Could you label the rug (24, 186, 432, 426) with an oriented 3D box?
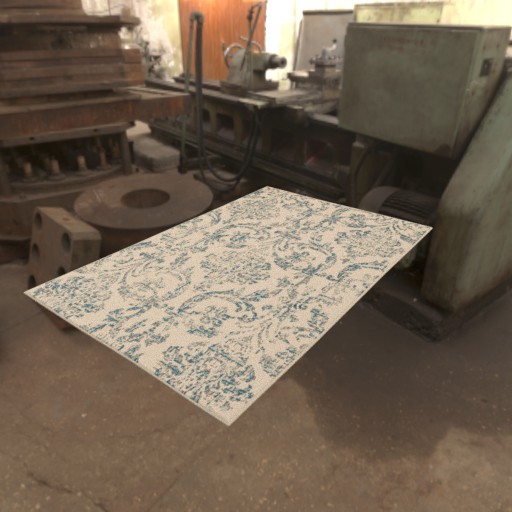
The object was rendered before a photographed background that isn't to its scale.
[{"bbox_3d":[0.000,0.000,2.292,1.213,0.012,1.831,20,34,33],"label":"rug"}]
